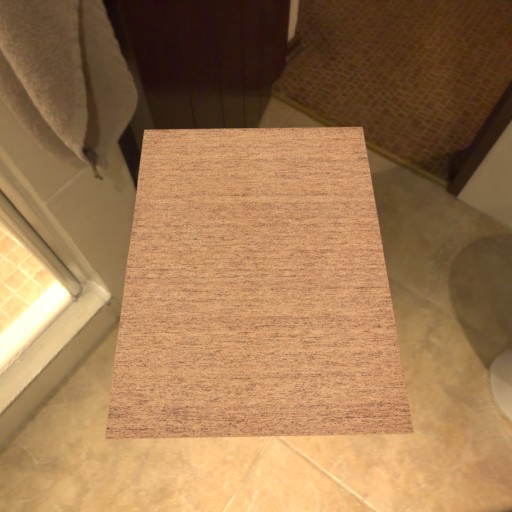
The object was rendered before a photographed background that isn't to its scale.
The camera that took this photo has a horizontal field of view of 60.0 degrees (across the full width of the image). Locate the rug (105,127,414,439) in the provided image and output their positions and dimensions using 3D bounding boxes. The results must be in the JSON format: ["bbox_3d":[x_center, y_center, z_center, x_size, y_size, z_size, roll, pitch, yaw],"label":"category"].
[{"bbox_3d":[0.000,0.000,4.232,2.448,0.013,3.205,-1,63,0],"label":"rug"}]
